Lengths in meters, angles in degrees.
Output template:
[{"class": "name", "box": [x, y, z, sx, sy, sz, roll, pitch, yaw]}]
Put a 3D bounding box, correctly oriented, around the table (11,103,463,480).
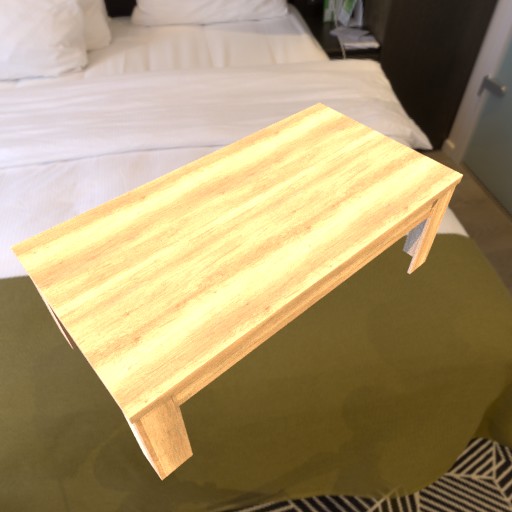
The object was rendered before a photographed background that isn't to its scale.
[{"class": "table", "box": [0.000, 0.000, 1.623, 1.350, 0.460, 0.700, -32, 54, -27]}]
